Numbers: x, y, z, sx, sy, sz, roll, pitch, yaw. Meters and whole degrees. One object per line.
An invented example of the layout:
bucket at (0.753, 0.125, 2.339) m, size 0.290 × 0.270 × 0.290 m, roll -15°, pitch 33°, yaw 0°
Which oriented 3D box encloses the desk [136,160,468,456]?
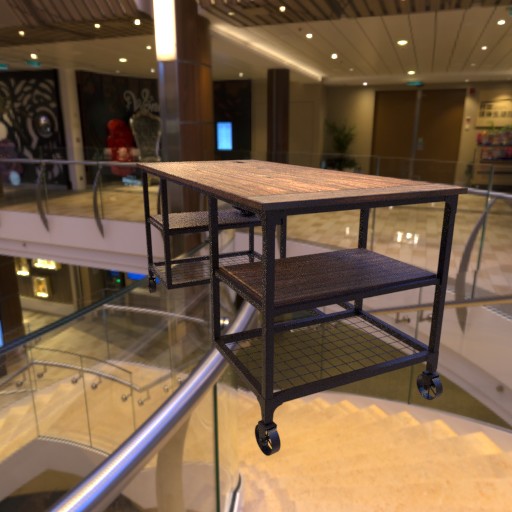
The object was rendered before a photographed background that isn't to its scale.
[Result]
desk at (0.000, 0.000, 2.001) m, size 0.711 × 0.751 × 1.590 m, roll -7°, pitch 17°, yaw -25°
